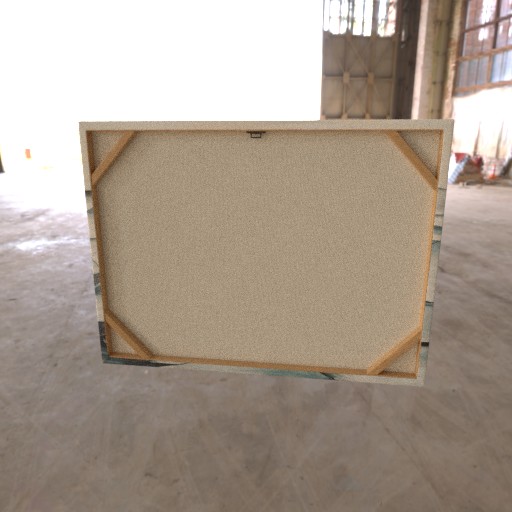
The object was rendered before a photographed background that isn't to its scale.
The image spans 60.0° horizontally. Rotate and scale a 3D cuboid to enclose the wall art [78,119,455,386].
[{"bbox_3d":[0.000,0.000,1.560,1.219,0.915,0.039,2,16,8],"label":"wall art"}]
